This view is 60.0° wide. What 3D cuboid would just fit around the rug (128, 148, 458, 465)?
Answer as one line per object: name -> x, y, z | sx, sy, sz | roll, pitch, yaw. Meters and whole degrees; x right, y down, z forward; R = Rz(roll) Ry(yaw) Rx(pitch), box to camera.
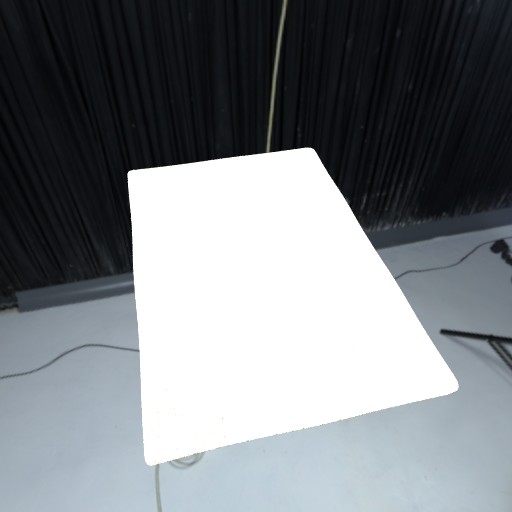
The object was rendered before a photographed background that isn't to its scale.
rug -> 0.000, 0.000, 3.332 | 1.798, 0.025, 2.698 | -10, 46, -9
